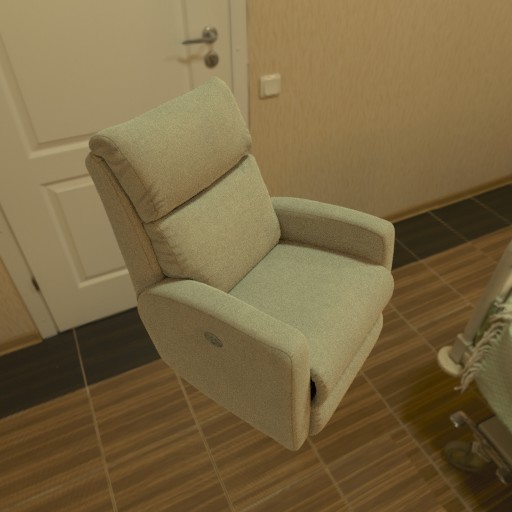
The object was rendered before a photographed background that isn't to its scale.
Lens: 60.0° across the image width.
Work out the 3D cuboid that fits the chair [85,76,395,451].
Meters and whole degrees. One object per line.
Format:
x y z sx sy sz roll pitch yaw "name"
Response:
0.000 0.000 1.666 0.940 1.021 0.794 25 47 25 "chair"
